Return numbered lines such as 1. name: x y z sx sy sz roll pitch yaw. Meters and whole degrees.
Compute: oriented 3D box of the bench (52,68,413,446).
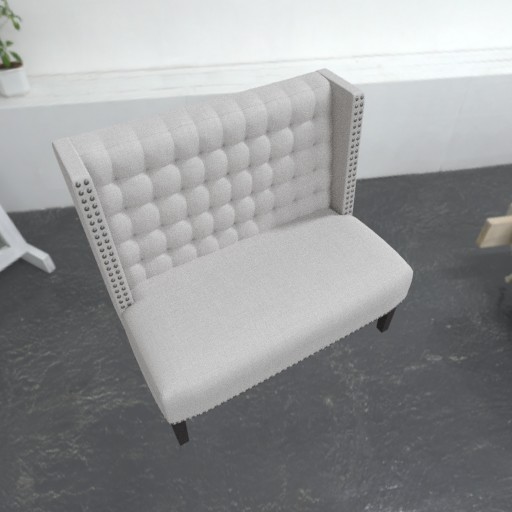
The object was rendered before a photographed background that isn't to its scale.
1. bench: 0.000 0.000 1.993 1.280 1.123 0.847 -23 50 -21
